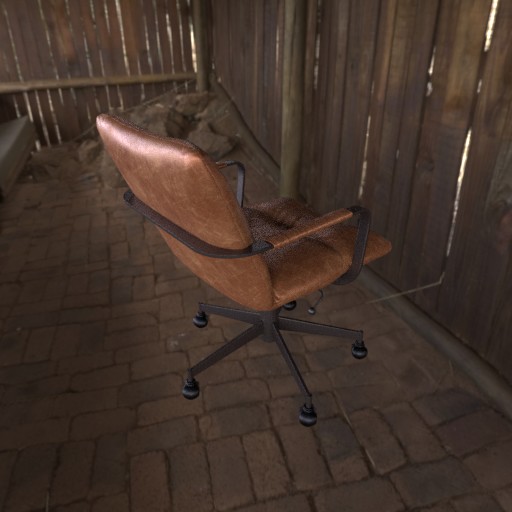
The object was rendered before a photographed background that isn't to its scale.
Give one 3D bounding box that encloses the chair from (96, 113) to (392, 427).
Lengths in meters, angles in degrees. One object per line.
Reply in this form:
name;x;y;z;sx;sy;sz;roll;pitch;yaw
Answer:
chair;0.000;0.000;1.473;0.754;0.922;0.727;-19;33;-33
